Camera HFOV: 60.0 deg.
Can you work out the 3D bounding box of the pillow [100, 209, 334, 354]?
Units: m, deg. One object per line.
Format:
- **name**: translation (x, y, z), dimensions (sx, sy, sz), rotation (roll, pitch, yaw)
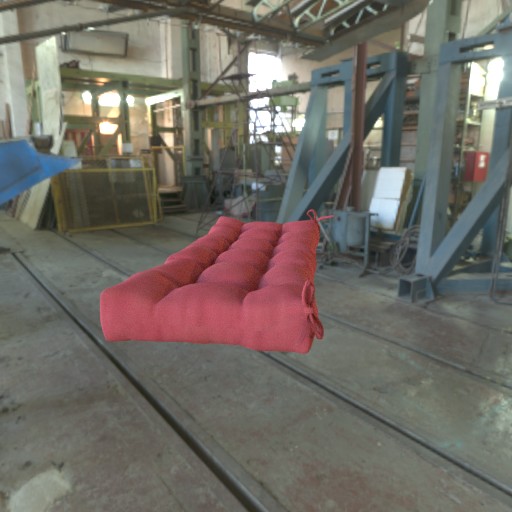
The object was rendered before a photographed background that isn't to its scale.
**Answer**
- **pillow**: translation (0.000, 0.000, 1.397), dimensions (0.511, 0.174, 1.194), rotation (2, 13, 8)
